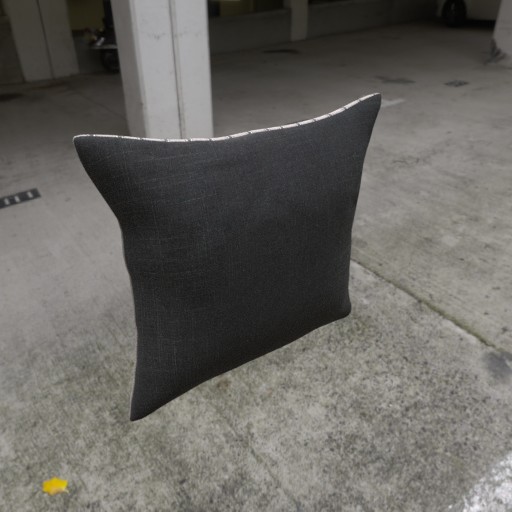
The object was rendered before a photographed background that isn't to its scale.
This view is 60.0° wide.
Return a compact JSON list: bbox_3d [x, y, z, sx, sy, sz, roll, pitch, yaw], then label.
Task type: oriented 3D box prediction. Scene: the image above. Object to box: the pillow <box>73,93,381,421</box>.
[{"bbox_3d":[0.000,0.000,0.684,0.468,0.444,0.138,-19,36,-29],"label":"pillow"}]
